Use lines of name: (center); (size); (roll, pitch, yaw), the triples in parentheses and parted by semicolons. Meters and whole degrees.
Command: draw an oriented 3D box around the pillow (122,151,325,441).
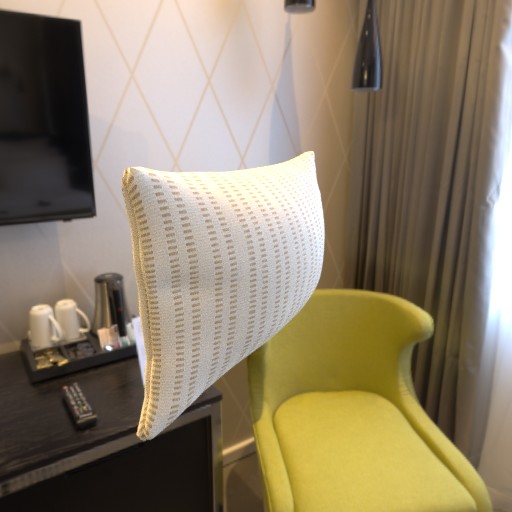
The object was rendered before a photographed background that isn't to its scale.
pillow: (0.000, 0.000, 0.803); (0.210, 0.353, 0.640); (7, 17, 25)
